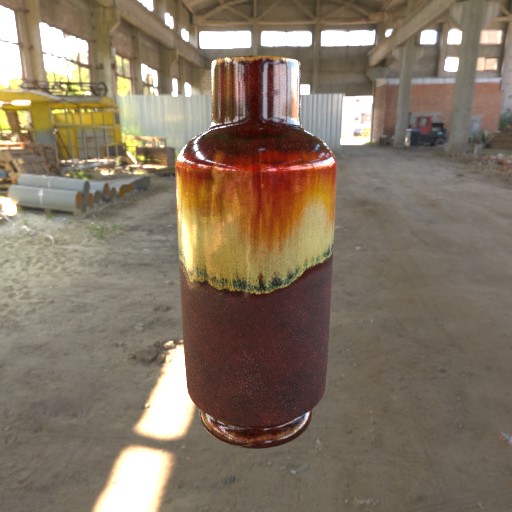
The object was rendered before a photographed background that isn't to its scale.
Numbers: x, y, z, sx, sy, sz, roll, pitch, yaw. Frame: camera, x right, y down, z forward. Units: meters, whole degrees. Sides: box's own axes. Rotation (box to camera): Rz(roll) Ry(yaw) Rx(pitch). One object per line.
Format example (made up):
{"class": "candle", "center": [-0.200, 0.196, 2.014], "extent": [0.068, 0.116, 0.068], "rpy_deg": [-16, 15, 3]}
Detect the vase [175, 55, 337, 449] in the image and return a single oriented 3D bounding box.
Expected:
{"class": "vase", "center": [0.000, 0.000, 0.323], "extent": [0.111, 0.261, 0.111], "rpy_deg": [0, 16, 0]}
